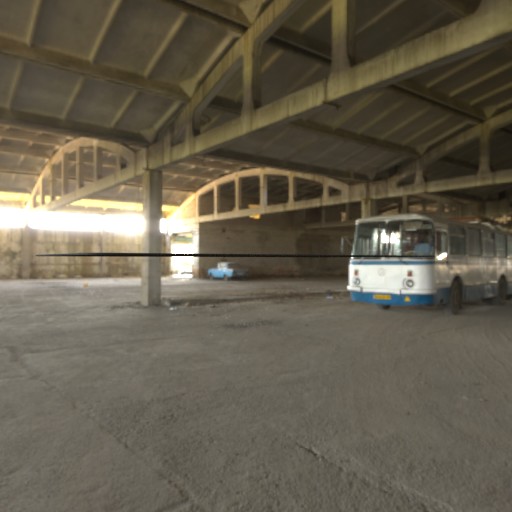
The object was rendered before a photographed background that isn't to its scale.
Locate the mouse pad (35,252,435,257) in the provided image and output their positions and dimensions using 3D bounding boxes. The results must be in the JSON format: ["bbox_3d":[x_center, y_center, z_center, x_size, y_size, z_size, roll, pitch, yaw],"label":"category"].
[{"bbox_3d":[0.000,0.000,1.075,0.907,0.003,0.424,0,-1,-37],"label":"mouse pad"}]
